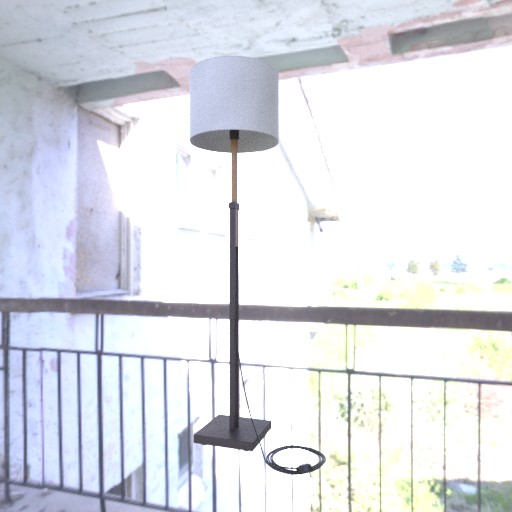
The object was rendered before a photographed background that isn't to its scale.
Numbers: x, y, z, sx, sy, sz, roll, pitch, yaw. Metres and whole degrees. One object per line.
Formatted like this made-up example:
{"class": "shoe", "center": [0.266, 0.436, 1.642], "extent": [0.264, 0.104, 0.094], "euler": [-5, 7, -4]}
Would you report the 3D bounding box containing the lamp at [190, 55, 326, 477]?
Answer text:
{"class": "lamp", "center": [0.000, 0.000, 1.952], "extent": [0.639, 1.650, 0.474], "euler": [0, -1, 19]}
